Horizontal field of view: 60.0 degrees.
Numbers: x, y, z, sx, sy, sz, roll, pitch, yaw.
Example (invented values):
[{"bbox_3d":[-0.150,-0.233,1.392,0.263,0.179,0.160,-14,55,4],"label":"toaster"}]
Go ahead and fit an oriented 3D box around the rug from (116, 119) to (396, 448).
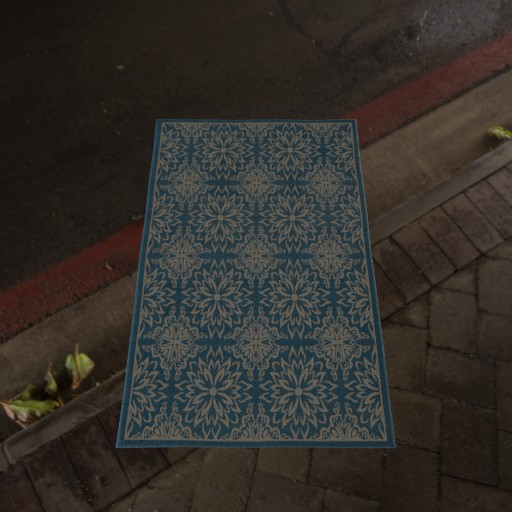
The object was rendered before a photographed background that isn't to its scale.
[{"bbox_3d":[0.000,0.000,2.306,1.211,0.012,1.833,0,65,0],"label":"rug"}]
